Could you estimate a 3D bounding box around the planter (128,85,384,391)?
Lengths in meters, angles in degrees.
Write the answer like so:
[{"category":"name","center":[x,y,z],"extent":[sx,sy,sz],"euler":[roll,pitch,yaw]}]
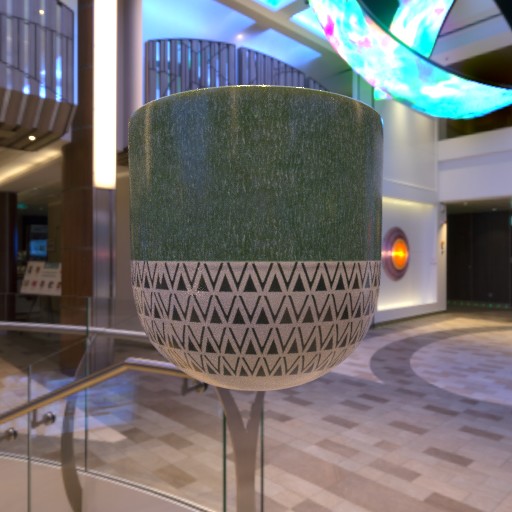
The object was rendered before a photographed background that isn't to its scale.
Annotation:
[{"category":"planter","center":[0.000,0.000,0.481],"extent":[0.266,0.270,0.266],"euler":[0,0,0]}]
